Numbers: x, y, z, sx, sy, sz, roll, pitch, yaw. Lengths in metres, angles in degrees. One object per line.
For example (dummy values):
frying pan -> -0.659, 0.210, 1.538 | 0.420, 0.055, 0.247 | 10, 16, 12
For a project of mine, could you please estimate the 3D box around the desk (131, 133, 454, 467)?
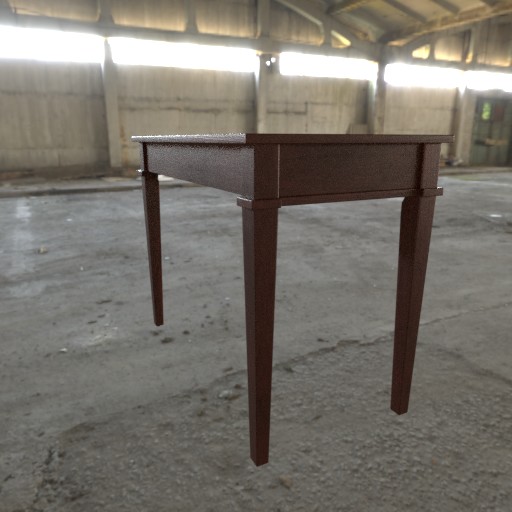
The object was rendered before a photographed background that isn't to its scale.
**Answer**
desk -> 0.000, 0.000, 1.459 | 0.549, 0.762, 1.001 | -7, 16, -26
